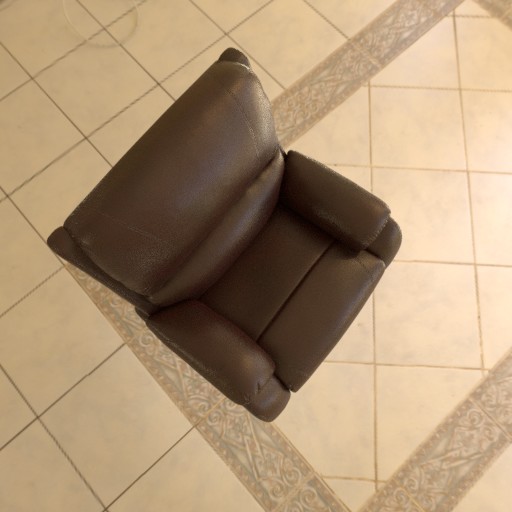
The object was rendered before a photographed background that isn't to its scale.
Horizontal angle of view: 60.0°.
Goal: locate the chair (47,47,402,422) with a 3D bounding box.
[{"bbox_3d":[0.000,0.000,1.684,0.899,1.011,0.930,37,78,9],"label":"chair"}]
